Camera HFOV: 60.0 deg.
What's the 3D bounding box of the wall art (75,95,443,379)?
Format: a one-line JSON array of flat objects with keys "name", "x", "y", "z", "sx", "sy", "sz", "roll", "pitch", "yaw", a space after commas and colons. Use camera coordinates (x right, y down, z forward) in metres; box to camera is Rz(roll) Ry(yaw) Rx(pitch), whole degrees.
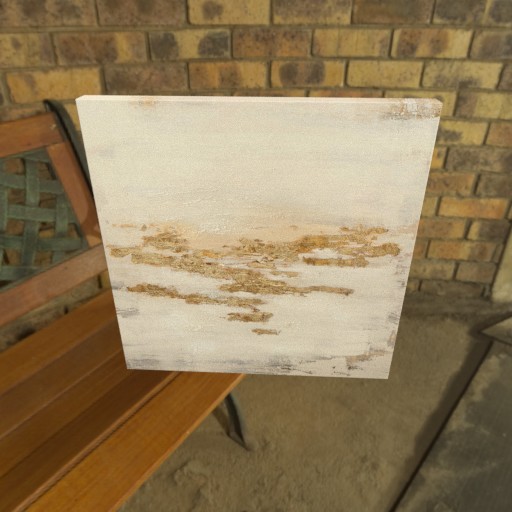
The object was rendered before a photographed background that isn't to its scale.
[{"name": "wall art", "x": 0.000, "y": 0.000, "z": 0.902, "sx": 0.611, "sy": 0.613, "sz": 0.040, "roll": 2, "pitch": 30, "yaw": 3}]
